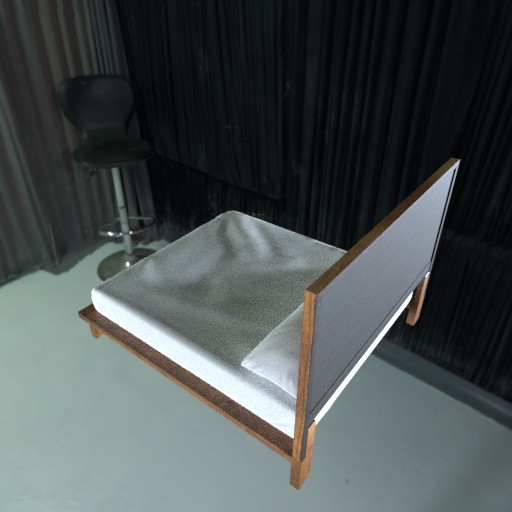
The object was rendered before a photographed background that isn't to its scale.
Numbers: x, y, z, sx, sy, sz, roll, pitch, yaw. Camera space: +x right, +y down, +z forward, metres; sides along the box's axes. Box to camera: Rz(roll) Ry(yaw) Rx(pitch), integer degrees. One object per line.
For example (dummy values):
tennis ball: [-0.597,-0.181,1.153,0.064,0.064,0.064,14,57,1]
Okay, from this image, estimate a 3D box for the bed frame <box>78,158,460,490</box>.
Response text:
bed frame: [0.000,0.000,3.583,2.235,1.537,2.038,23,40,31]
